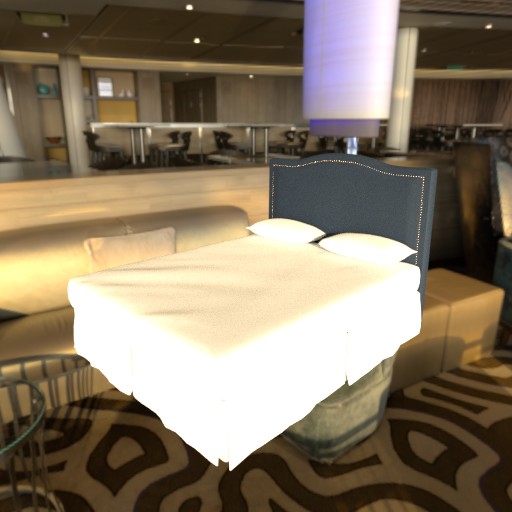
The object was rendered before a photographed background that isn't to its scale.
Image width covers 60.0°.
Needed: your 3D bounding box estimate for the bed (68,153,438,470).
[{"bbox_3d":[0.000,0.000,3.378,1.821,1.436,2.282,16,22,43],"label":"bed"}]
